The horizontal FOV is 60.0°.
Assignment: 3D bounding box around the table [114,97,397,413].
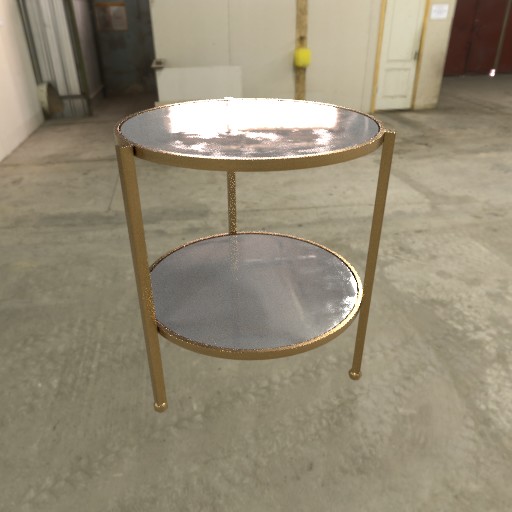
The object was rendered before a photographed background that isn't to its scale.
[{"bbox_3d":[0.000,0.000,0.454,0.243,0.269,0.231,9,30,16],"label":"table"}]
